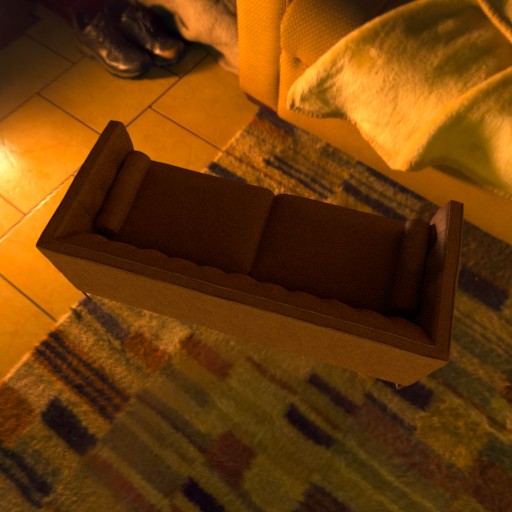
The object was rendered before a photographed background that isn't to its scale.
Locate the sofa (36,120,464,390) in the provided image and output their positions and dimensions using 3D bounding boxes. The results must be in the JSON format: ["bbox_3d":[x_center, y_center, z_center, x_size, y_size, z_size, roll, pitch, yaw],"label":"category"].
[{"bbox_3d":[0.000,0.000,2.623,2.079,0.798,0.912,15,65,7],"label":"sofa"}]
